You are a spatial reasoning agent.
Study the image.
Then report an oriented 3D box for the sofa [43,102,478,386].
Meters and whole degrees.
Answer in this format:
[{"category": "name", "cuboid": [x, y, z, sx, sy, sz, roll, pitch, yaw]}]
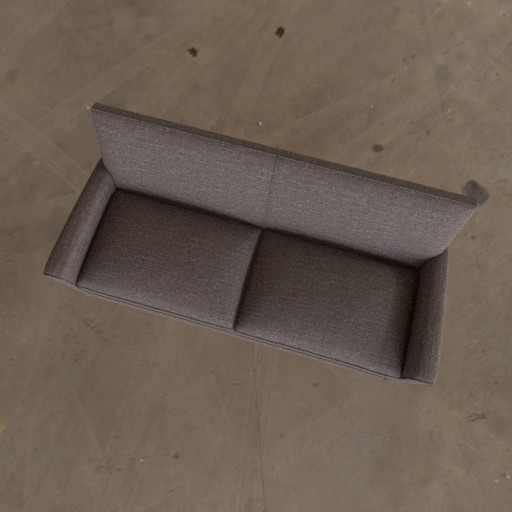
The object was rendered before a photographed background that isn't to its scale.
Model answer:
[{"category": "sofa", "cuboid": [0.000, 0.000, 2.402, 1.976, 0.846, 0.875, 15, 75, 4]}]
